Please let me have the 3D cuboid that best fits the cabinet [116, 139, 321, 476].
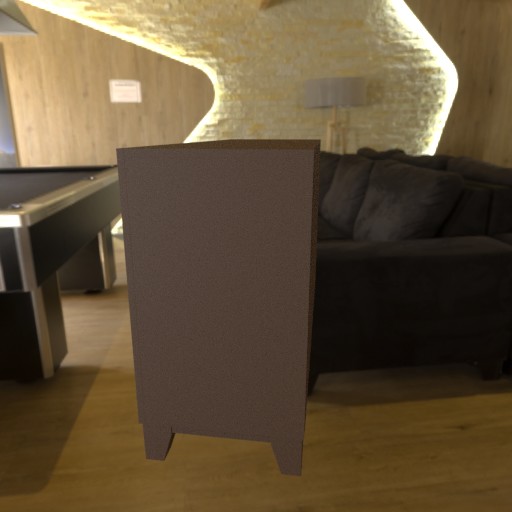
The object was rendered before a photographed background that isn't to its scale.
[{"bbox_3d":[0.000,0.000,1.839,0.482,0.914,1.396,2,16,8],"label":"cabinet"}]
